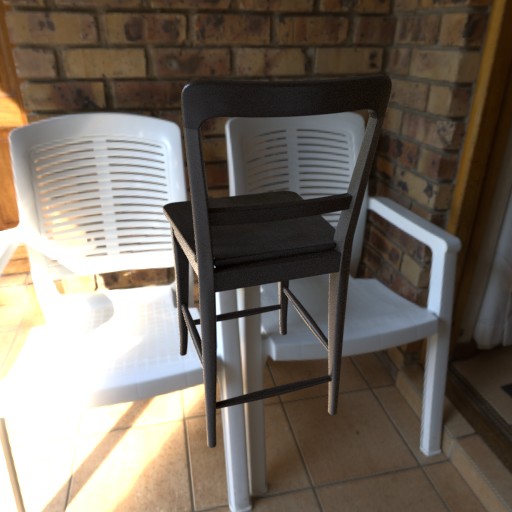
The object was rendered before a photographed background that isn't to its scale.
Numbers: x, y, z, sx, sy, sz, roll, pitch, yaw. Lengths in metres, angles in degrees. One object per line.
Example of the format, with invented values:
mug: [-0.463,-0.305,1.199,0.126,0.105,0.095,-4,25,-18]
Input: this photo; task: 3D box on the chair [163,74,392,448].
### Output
chair: [0.000,0.000,1.273,0.450,0.991,0.546,-8,27,-17]
